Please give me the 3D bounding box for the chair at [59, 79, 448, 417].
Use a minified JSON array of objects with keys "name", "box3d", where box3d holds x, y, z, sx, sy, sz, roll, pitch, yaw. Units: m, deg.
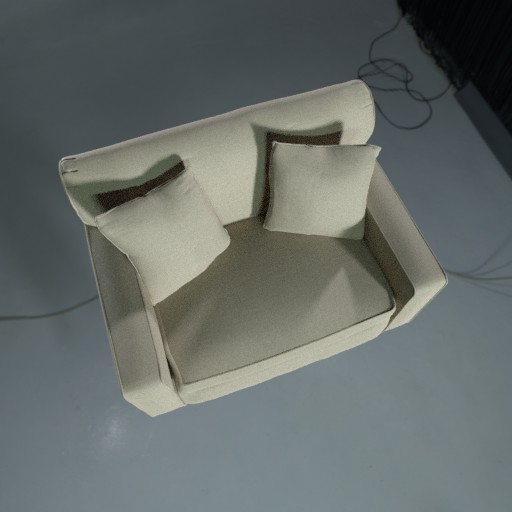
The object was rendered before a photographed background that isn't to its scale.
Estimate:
[{"name":"chair","box3d":[0.000,0.000,2.058,1.383,0.948,1.000,-18,64,-9]}]
